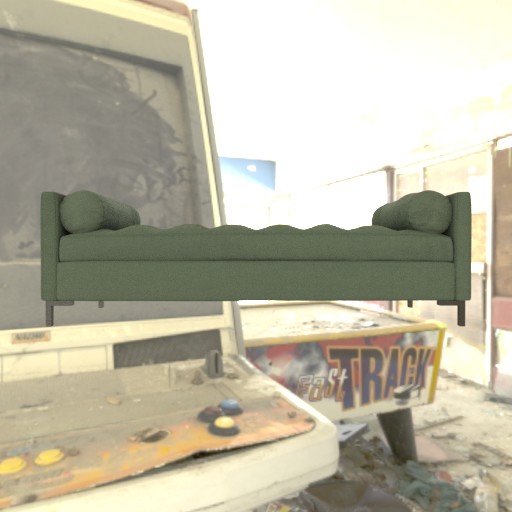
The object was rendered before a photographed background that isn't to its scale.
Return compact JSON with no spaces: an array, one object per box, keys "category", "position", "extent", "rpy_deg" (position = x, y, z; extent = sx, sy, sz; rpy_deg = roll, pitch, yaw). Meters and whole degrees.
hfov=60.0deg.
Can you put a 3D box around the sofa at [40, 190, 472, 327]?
[{"category":"sofa","position":[0.000,0.000,2.530],"extent":[2.130,0.681,0.817],"rpy_deg":[0,1,0]}]
